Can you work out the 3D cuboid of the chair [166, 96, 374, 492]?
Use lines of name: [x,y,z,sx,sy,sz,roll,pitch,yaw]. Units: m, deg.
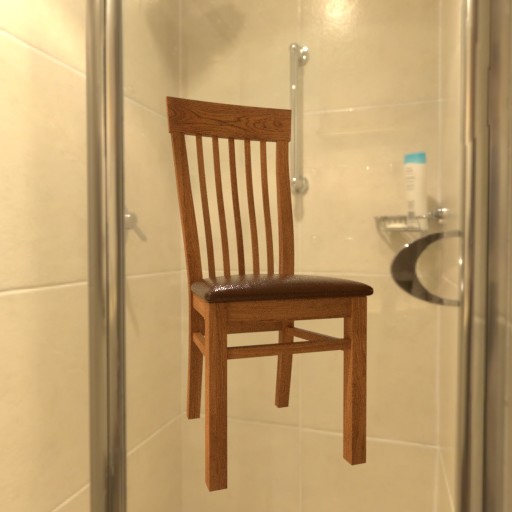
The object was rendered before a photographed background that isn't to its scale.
chair: [0.000,0.000,1.310,0.450,1.050,0.580,0,1,-19]
